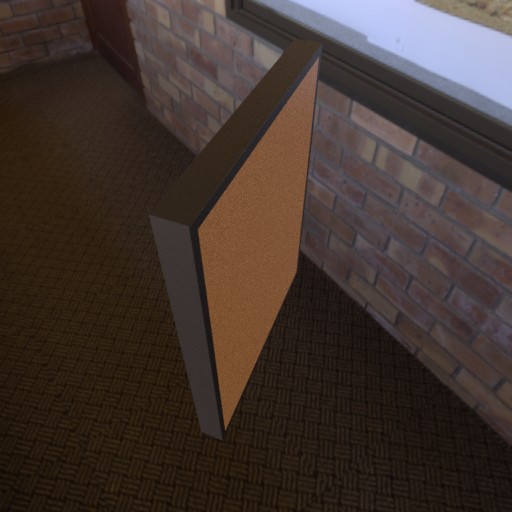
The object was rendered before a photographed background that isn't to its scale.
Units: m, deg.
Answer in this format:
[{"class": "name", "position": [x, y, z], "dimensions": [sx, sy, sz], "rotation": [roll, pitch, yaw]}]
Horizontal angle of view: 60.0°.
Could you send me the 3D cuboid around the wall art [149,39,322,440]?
[{"class": "wall art", "position": [0.000, 0.000, 0.509], "dimensions": [0.030, 0.369, 0.294], "rotation": [17, 50, 15]}]
